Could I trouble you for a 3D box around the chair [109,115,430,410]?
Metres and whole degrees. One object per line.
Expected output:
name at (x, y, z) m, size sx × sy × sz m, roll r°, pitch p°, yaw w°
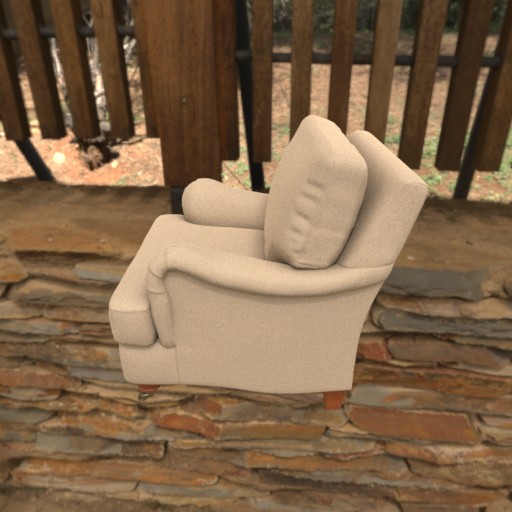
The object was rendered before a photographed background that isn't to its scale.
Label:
chair at (0.000, 0.000, 1.917) m, size 1.078 × 1.076 × 0.895 m, roll 0°, pitch 27°, yaw 1°
